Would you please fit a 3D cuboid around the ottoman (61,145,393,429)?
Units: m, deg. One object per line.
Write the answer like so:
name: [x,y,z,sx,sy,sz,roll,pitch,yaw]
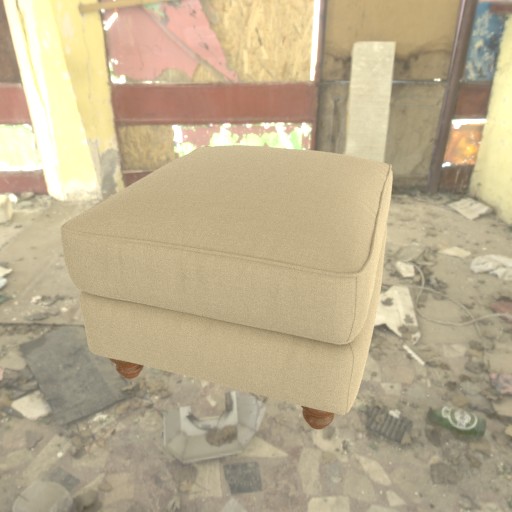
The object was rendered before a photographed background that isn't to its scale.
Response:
ottoman: [0.000,0.000,1.190,0.662,0.505,0.716,9,29,17]
